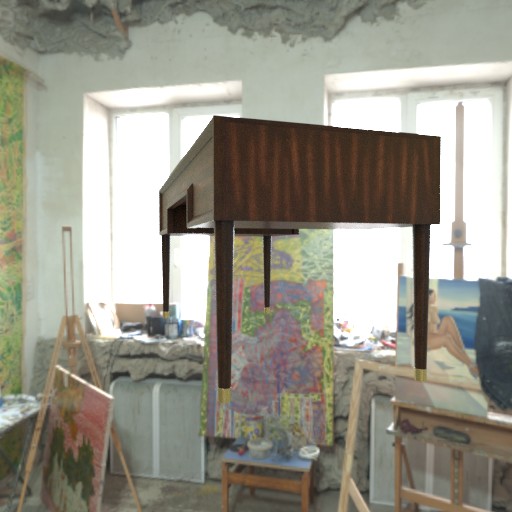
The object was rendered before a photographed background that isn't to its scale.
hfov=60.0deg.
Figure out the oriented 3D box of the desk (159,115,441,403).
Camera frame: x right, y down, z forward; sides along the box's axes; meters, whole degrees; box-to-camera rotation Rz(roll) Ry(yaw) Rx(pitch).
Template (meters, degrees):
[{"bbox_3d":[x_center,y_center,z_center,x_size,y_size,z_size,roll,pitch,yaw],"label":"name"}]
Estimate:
[{"bbox_3d":[0.000,0.000,2.012,0.724,0.762,1.575,0,1,-17],"label":"desk"}]
